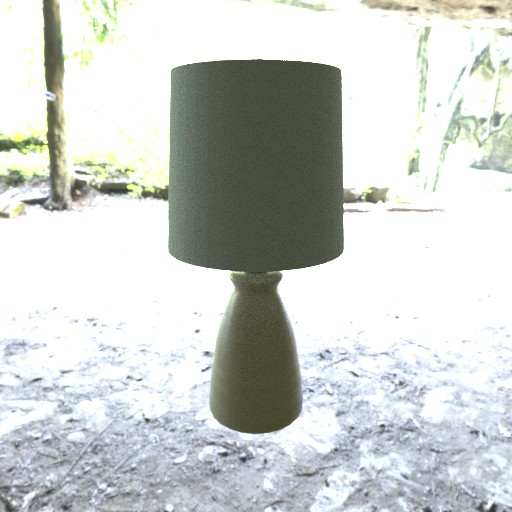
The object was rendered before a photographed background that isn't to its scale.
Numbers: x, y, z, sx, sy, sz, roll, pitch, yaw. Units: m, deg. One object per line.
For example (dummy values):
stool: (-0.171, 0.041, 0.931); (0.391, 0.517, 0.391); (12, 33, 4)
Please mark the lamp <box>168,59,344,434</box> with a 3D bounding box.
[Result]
lamp: (0.000, 0.000, 0.479); (0.186, 0.369, 0.186); (0, 15, 0)
